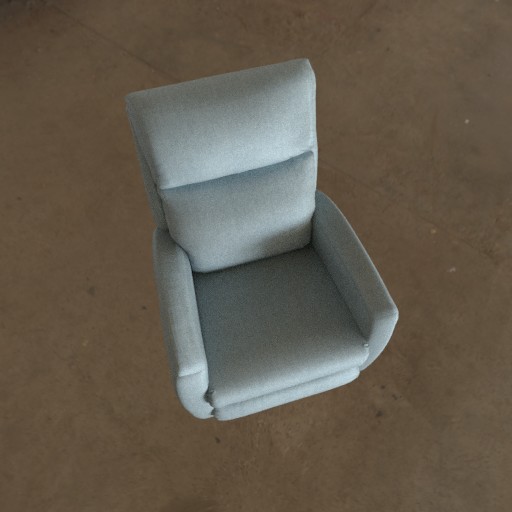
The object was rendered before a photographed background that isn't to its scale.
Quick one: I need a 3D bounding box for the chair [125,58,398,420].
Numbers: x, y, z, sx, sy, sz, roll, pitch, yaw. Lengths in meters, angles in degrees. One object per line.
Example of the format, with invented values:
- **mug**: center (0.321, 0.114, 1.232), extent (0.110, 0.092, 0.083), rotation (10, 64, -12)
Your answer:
- **chair**: center (0.000, 0.000, 1.634), extent (0.794, 1.016, 0.940), rotation (-15, 63, -8)
